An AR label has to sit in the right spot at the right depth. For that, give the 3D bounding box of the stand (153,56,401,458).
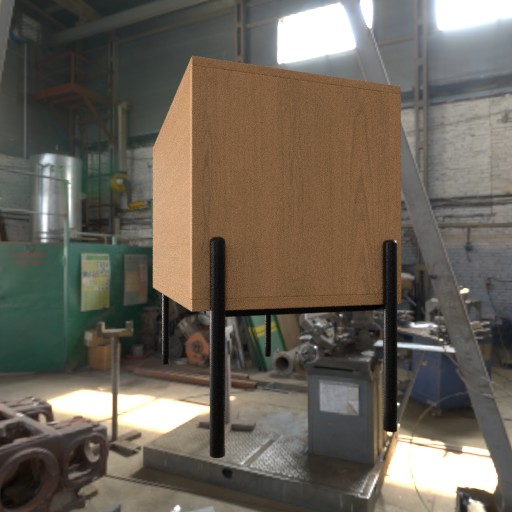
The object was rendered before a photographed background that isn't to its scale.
[{"bbox_3d":[0.000,0.000,1.005,0.400,0.600,0.630,0,0,-19],"label":"stand"}]
